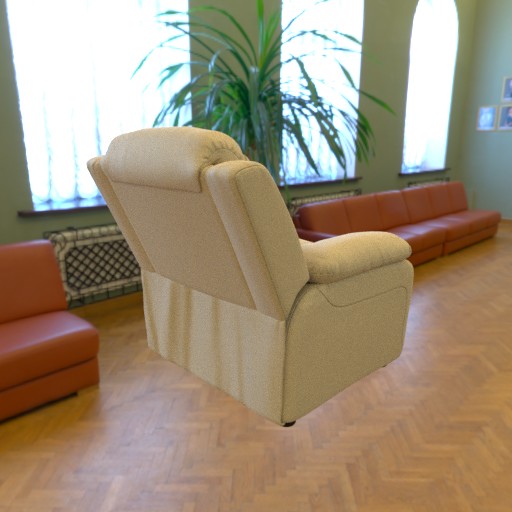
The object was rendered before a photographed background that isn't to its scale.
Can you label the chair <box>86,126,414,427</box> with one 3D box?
[{"bbox_3d":[0.000,0.000,1.273,0.709,0.702,0.680,-14,20,-43],"label":"chair"}]
